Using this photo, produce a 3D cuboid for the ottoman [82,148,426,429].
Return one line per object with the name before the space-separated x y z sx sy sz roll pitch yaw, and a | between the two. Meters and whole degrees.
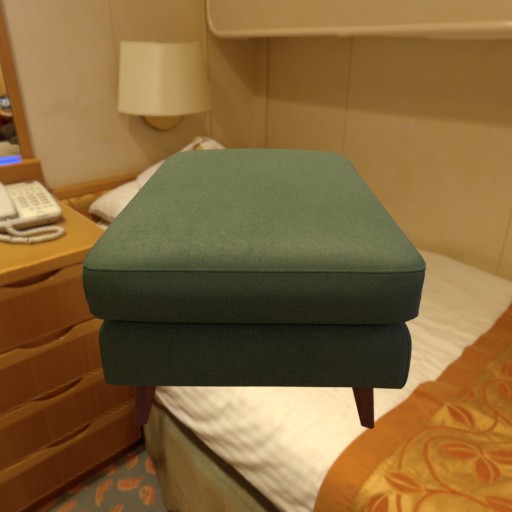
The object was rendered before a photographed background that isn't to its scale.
ottoman | 0.000 0.000 1.148 0.608 0.449 0.811 0 25 1
